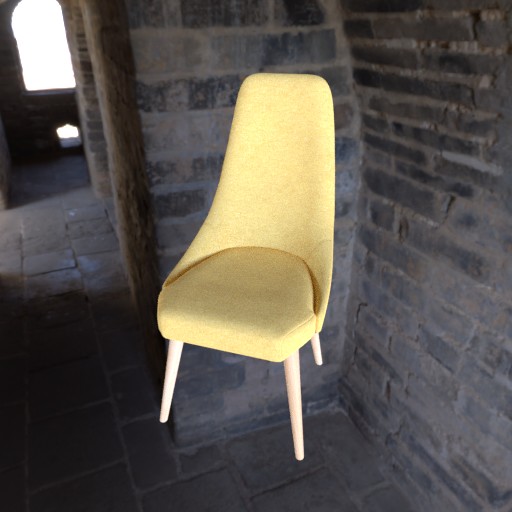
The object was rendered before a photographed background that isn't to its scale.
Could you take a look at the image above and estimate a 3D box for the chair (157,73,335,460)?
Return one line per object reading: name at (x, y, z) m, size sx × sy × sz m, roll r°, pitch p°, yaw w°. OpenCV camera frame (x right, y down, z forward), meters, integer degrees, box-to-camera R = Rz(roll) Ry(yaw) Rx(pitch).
chair at (0.000, 0.000, 1.424) m, size 0.510 × 1.040 × 0.660 m, roll 8°, pitch 28°, yaw 16°
